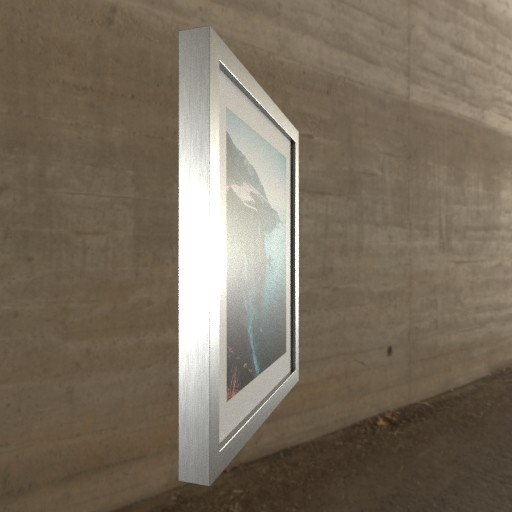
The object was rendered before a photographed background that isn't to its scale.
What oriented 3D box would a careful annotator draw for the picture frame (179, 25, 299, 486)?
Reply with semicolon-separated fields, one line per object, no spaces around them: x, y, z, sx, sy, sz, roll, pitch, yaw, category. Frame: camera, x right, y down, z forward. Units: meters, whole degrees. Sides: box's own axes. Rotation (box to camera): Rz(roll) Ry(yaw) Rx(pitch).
0.000;0.000;1.338;0.073;0.968;0.839;0;0;18;picture frame
